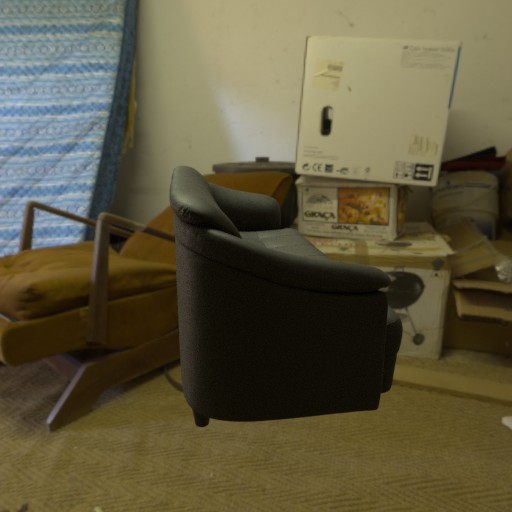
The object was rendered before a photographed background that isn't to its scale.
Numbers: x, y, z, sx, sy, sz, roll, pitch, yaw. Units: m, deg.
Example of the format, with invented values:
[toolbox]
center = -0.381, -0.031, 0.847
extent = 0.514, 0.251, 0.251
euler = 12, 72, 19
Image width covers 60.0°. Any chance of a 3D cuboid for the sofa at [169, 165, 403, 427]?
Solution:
[sofa]
center = 0.000, 0.000, 2.212
extent = 0.800, 0.811, 1.829
euler = -3, 15, -9
